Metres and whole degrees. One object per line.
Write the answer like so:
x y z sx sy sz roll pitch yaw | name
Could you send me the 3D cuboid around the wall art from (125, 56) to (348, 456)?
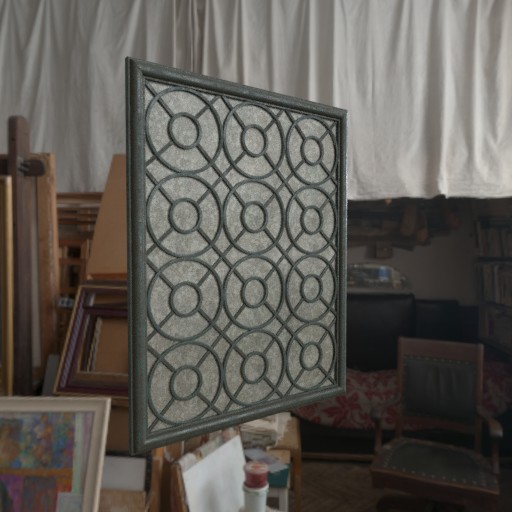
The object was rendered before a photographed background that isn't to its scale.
0.000 0.000 1.313 0.767 0.983 0.030 -1 3 -35 | wall art
